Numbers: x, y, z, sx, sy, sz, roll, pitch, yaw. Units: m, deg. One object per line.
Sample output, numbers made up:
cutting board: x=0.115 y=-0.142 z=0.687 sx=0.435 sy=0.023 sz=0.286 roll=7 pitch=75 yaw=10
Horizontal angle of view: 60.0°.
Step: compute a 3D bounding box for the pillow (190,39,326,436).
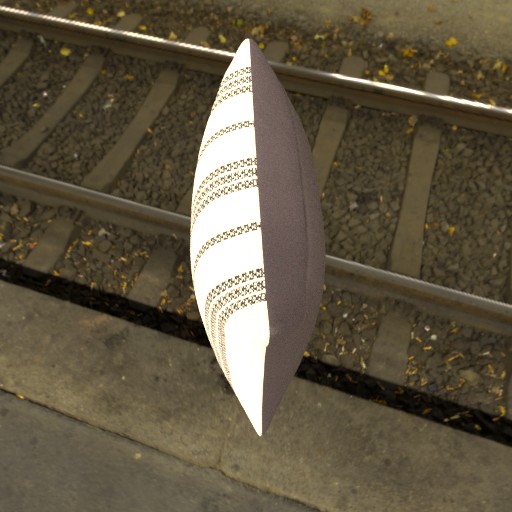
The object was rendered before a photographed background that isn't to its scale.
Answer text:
pillow: x=0.000 y=0.000 z=0.623 sx=0.173 sy=0.406 sz=0.405 roll=-2 pitch=58 yaw=-1
